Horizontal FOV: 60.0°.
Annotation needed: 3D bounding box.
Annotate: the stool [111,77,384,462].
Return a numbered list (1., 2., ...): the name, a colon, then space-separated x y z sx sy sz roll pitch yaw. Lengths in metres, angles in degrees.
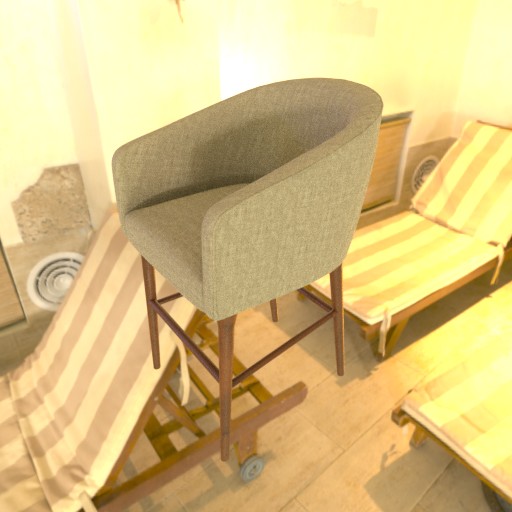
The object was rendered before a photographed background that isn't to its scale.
1. stool: 0.000 0.000 1.344 0.635 0.952 0.559 -20 35 -31
